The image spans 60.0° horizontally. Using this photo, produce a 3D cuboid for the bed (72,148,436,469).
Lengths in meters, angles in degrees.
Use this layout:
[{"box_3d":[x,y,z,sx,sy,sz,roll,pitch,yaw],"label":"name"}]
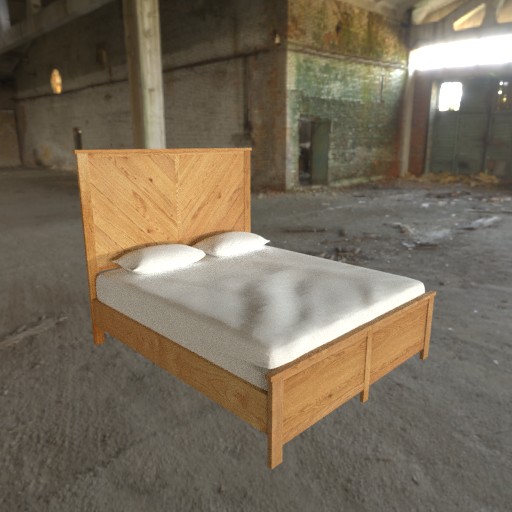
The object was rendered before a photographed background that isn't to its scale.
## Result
[{"box_3d":[0.000,0.000,3.631,1.936,1.686,2.201,-14,20,-43],"label":"bed"}]
